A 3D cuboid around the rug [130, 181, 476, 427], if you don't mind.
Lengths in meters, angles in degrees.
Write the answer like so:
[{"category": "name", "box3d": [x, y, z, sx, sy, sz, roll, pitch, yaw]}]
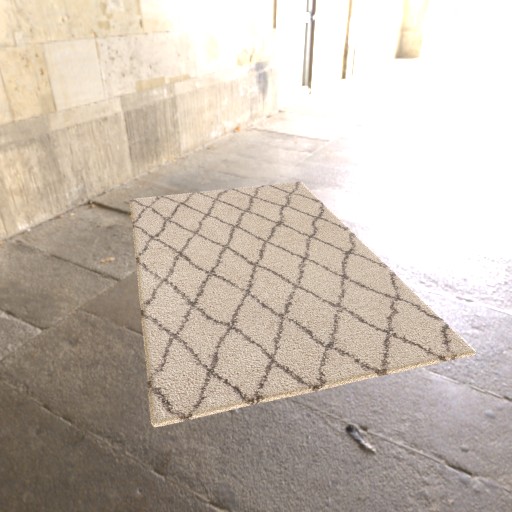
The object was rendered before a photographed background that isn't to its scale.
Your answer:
[{"category": "rug", "box3d": [0.000, 0.000, 3.388, 1.778, 0.030, 2.743, -8, 31, -14]}]
